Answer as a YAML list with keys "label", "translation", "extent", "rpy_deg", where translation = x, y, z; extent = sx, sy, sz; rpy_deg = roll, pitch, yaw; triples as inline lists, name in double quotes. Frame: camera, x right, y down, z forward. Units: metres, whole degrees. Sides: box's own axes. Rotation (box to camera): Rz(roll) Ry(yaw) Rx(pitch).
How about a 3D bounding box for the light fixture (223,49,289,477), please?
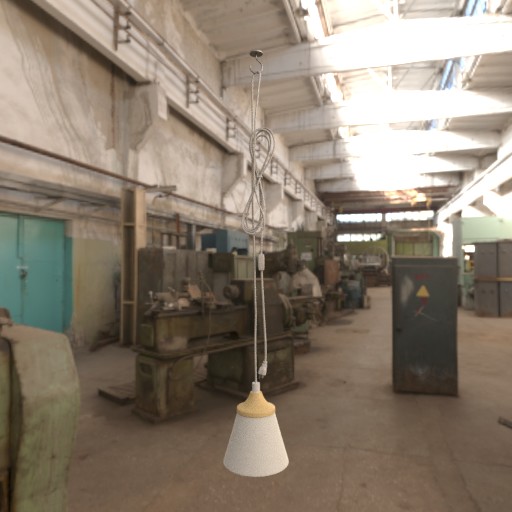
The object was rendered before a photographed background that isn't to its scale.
- label: "light fixture"
  translation: [0.000, 0.000, 1.049]
  extent: [0.153, 0.966, 0.153]
  rpy_deg: [0, -1, 18]
